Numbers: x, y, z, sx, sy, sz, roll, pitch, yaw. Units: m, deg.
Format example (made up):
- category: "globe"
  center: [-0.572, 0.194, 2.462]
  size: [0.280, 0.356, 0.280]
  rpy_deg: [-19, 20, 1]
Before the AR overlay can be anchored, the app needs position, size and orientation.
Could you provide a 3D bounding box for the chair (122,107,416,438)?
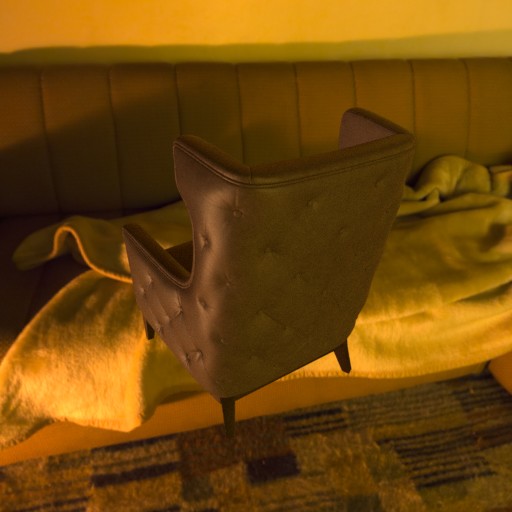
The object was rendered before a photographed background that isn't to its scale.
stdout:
- category: "chair"
  center: [0.000, 0.000, 1.699]
  size: [0.769, 1.079, 0.899]
  rpy_deg: [-18, 35, -28]
